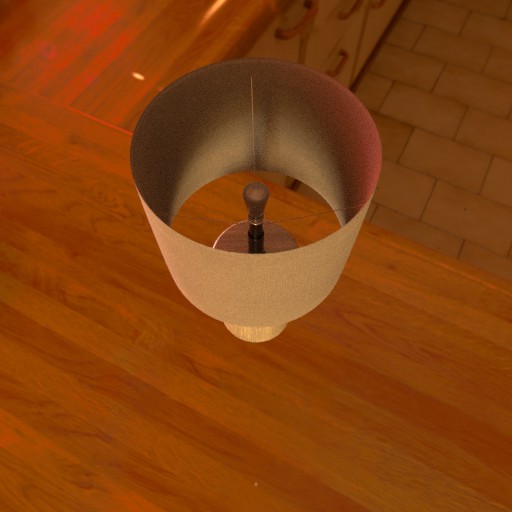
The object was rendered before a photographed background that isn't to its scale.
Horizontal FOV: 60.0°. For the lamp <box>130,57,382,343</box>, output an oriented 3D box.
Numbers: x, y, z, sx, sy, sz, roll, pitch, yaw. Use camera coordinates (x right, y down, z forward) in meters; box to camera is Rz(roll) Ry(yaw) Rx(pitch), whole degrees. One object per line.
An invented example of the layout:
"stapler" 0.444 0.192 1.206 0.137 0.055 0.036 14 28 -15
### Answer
"lamp" 0.000 0.000 0.597 0.228 0.444 0.228 -2 63 -1
